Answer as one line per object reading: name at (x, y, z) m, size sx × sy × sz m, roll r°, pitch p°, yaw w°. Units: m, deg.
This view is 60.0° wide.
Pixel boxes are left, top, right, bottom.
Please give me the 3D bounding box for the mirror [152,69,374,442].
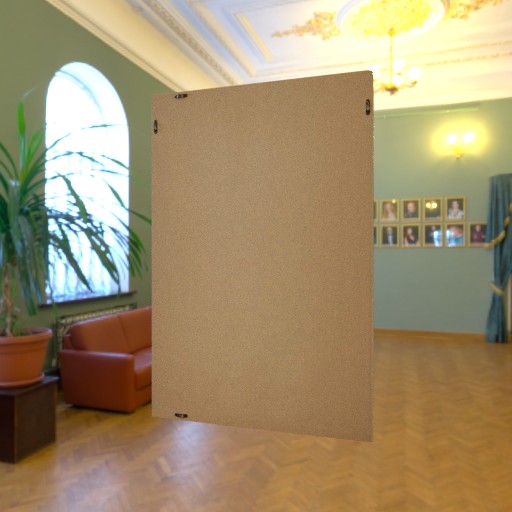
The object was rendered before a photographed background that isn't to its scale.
mirror at (0.000, 0.000, 1.189) m, size 0.609 × 0.915 × 0.041 m, roll 0°, pitch 0°, yaw 17°
